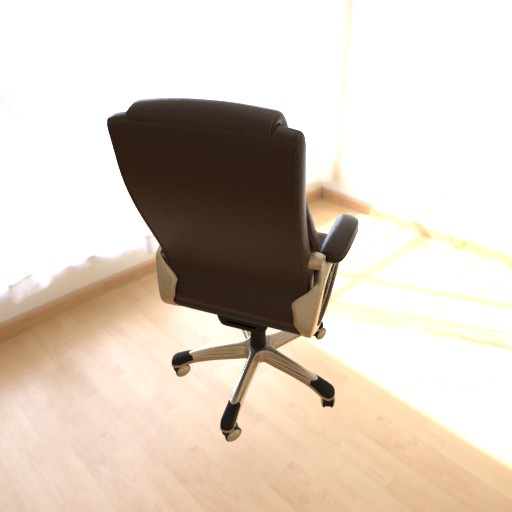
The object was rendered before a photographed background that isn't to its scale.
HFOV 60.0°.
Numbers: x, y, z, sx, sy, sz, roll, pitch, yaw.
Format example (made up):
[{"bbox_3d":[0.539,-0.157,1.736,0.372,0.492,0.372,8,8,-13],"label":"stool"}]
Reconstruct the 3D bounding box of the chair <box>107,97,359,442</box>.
[{"bbox_3d":[0.000,0.000,1.578,0.692,1.194,0.749,11,33,18],"label":"chair"}]
